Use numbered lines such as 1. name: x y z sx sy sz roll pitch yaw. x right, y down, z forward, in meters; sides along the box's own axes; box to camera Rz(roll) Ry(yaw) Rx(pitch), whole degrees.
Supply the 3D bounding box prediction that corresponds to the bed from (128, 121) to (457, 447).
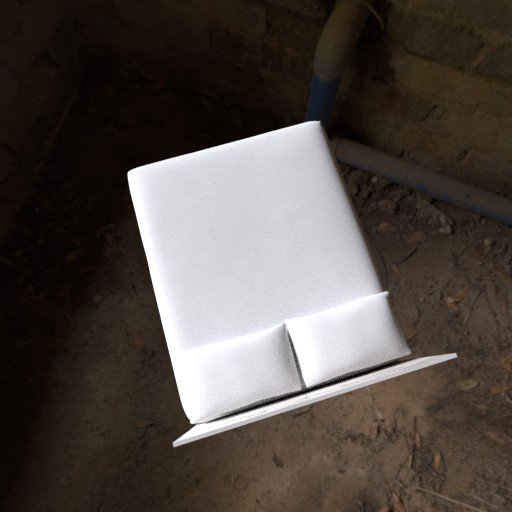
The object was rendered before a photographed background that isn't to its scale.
1. bed: 0.000 0.000 3.279 1.745 1.335 2.094 -16 75 -4
